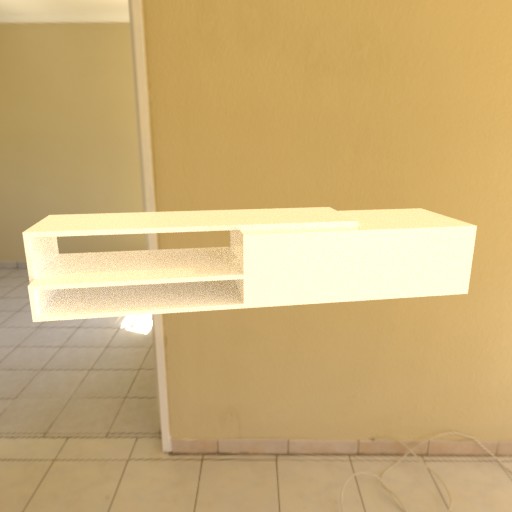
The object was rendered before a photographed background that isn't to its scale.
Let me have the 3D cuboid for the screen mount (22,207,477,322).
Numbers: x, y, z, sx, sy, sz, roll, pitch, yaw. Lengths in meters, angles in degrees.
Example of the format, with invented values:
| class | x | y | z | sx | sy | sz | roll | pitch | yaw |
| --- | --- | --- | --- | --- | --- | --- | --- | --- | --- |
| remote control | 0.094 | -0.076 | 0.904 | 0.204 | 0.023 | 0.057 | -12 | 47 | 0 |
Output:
| class | x | y | z | sx | sy | sz | roll | pitch | yaw |
| --- | --- | --- | --- | --- | --- | --- | --- | --- | --- |
| screen mount | 0.000 | 0.000 | 1.832 | 1.680 | 0.320 | 0.420 | -3 | 16 | -9 |
